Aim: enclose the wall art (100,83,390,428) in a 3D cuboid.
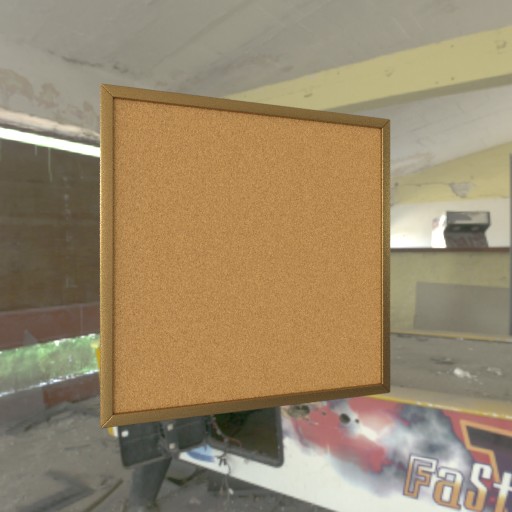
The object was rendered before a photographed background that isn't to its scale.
[{"bbox_3d":[0.000,0.000,0.459,0.305,0.305,0.037,0,0,-20],"label":"wall art"}]
